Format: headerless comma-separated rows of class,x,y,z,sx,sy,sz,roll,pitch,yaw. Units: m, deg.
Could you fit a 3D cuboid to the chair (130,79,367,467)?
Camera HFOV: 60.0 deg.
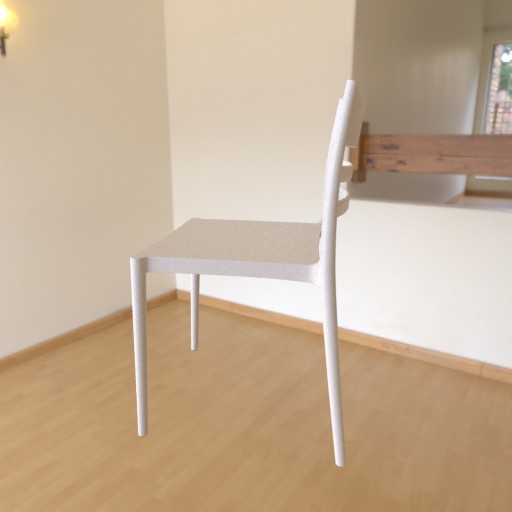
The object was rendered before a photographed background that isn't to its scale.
chair,0.000,0.000,1.151,0.511,0.800,0.531,2,16,8
